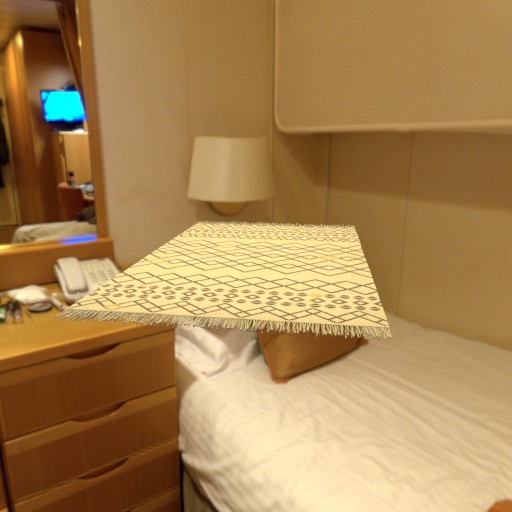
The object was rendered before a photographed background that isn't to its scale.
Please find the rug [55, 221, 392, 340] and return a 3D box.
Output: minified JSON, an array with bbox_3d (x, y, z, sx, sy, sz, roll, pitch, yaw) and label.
[{"bbox_3d":[0.000,0.000,3.073,1.495,0.035,2.472,2,15,8],"label":"rug"}]
